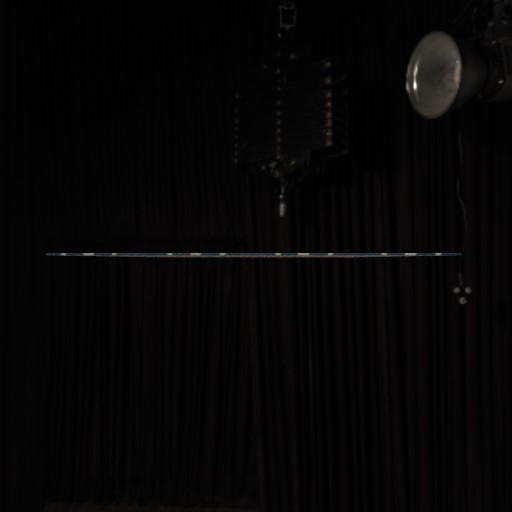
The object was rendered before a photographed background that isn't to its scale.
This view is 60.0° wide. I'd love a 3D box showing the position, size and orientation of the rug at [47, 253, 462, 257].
[{"bbox_3d":[0.000,0.000,4.261,2.438,0.010,3.353,0,0,1],"label":"rug"}]
